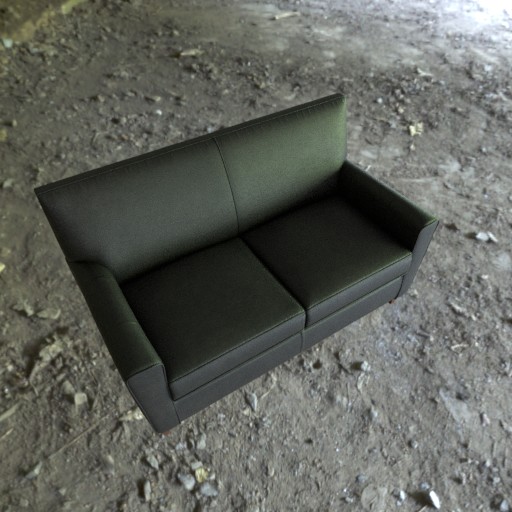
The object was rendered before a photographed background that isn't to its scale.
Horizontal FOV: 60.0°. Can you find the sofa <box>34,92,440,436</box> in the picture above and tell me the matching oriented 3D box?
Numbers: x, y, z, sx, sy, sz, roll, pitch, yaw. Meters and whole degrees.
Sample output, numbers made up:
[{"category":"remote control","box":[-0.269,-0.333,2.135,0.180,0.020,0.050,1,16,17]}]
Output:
[{"category":"sofa","box":[0.000,0.000,2.000,1.473,0.871,0.787,-24,50,-22]}]
